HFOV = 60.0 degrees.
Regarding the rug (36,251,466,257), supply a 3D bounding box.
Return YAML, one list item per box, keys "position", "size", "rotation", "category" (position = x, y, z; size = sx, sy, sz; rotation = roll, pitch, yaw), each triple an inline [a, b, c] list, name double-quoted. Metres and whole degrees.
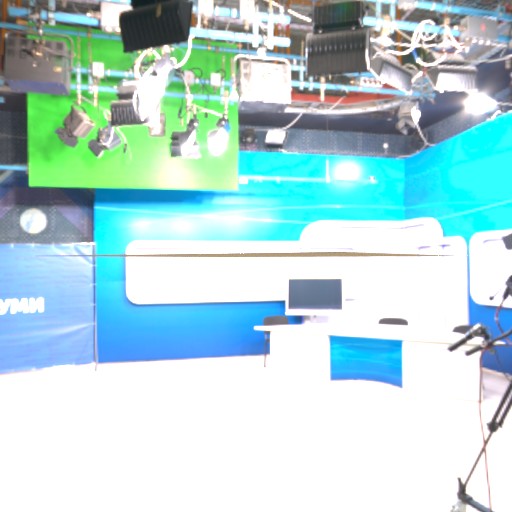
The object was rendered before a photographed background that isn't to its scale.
- position: [0.000, 0.000, 3.813]
  size: [2.880, 0.005, 2.391]
  rotation: [0, -1, 38]
  category: "rug"
